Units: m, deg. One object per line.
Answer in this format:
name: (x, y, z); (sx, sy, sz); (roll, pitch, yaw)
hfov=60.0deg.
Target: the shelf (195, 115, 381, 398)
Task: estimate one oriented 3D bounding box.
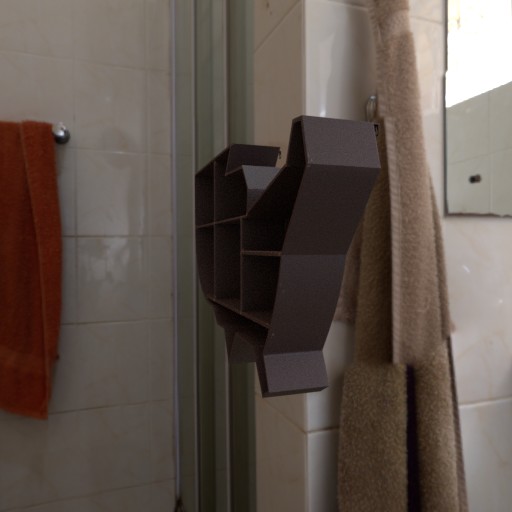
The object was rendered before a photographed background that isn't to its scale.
shelf: (0.000, 0.000, 0.900); (0.112, 0.439, 0.729); (0, 1, -19)
